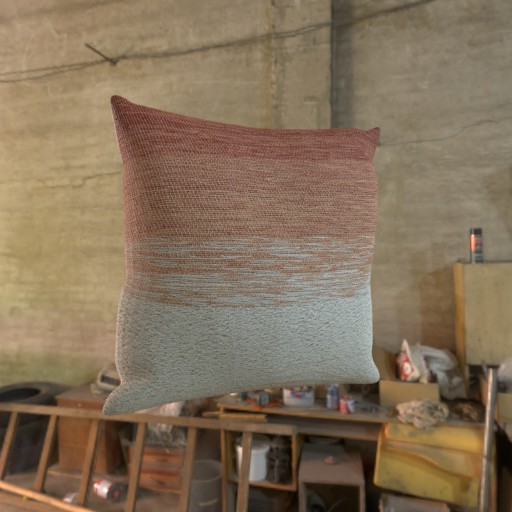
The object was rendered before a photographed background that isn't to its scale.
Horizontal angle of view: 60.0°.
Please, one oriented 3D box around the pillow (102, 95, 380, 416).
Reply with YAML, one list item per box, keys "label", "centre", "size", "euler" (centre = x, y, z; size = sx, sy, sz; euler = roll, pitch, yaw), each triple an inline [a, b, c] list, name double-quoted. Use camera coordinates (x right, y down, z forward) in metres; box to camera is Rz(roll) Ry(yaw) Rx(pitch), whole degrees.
- label: "pillow"
  centre: [0.000, 0.000, 0.670]
  size: [0.440, 0.441, 0.182]
  euler: [0, 0, -18]
